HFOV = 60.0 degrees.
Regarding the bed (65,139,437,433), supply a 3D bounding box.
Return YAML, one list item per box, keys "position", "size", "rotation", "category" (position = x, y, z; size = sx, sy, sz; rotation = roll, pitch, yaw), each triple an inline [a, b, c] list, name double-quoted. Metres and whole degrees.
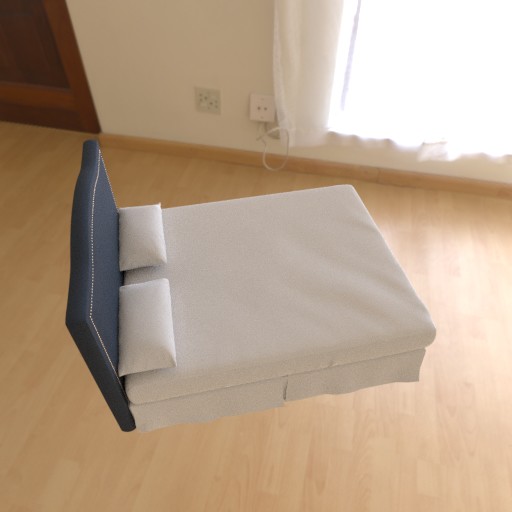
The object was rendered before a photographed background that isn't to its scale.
- position: [0.000, 0.000, 3.361]
  size: [2.282, 1.436, 1.821]
  rotation: [-9, 47, -8]
  category: "bed"
